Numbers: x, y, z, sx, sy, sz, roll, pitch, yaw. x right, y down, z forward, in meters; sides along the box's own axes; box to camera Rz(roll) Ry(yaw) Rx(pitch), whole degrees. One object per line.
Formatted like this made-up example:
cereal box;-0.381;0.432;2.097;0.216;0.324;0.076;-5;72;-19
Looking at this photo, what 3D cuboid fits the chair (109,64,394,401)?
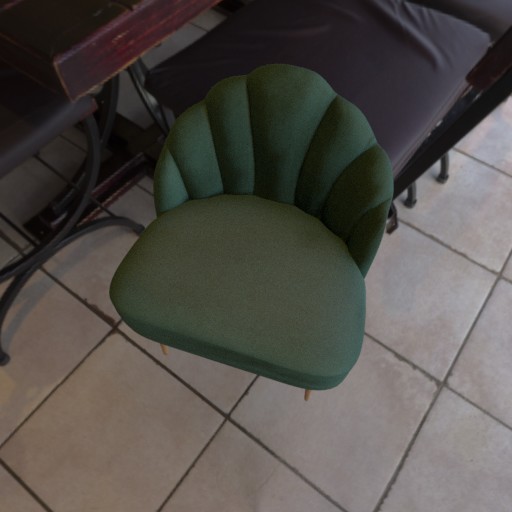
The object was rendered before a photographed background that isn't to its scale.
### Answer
chair;0.000;0.000;1.247;0.657;0.819;0.599;16;61;9
